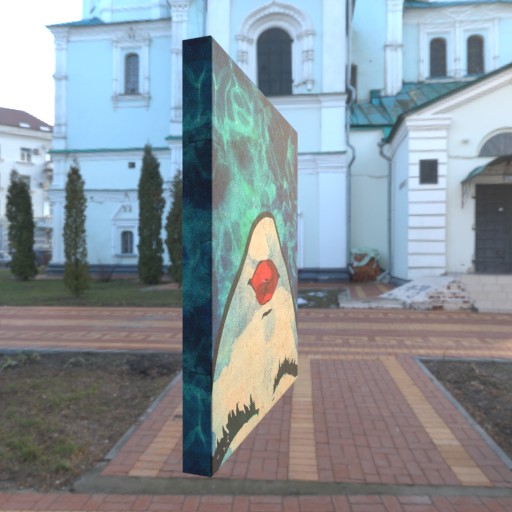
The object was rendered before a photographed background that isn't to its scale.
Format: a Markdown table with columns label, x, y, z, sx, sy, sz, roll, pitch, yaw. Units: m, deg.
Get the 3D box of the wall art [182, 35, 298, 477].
| label | x | y | z | sx | sy | sz | roll | pitch | yaw |
| --- | --- | --- | --- | --- | --- | --- | --- | --- | --- |
| wall art | 0.000 | 0.000 | 0.719 | 0.038 | 0.508 | 0.432 | 0 | 0 | 19 |
